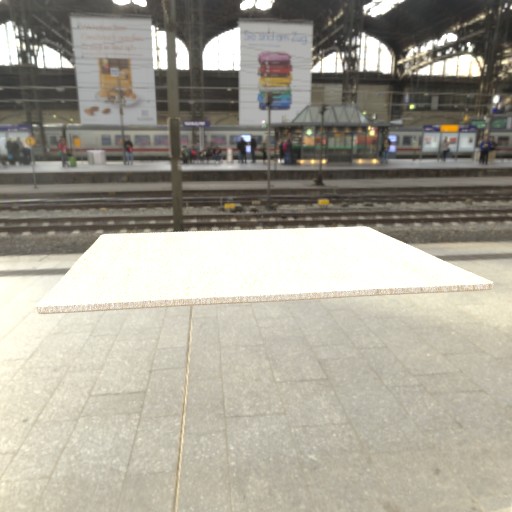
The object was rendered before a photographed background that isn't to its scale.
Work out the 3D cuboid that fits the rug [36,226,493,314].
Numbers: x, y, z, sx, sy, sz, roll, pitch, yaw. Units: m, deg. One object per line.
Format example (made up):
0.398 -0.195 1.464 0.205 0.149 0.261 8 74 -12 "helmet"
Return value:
0.000 0.000 2.086 1.600 0.027 1.200 -2 14 -9 "rug"
